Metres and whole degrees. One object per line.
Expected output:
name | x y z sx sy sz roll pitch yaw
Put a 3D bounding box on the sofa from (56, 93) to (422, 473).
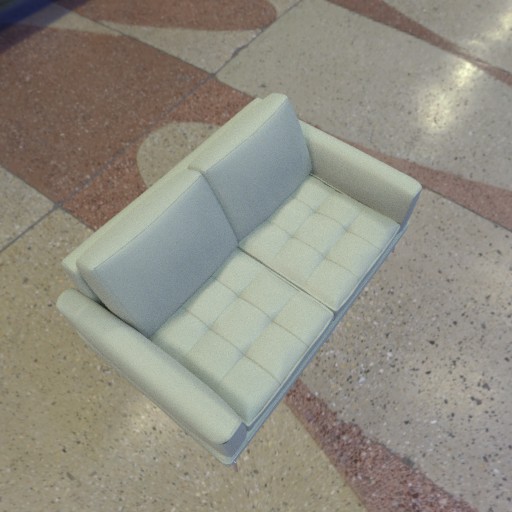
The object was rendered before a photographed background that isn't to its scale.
sofa | 0.000 0.000 2.442 1.121 0.930 1.819 34 64 19
